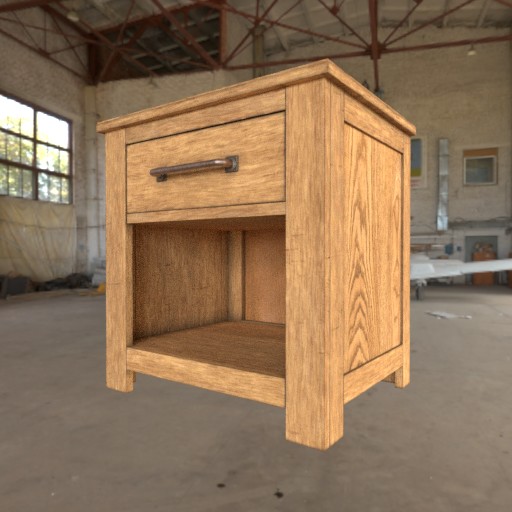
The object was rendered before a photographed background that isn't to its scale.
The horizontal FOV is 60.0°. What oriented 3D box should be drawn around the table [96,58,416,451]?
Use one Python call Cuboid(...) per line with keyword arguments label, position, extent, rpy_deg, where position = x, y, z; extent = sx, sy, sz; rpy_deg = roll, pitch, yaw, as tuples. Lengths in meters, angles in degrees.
Cuboid(label="table", position=(0.000, 0.000, 1.050), extent=(0.601, 0.625, 0.494), rpy_deg=(0, 1, 36))
